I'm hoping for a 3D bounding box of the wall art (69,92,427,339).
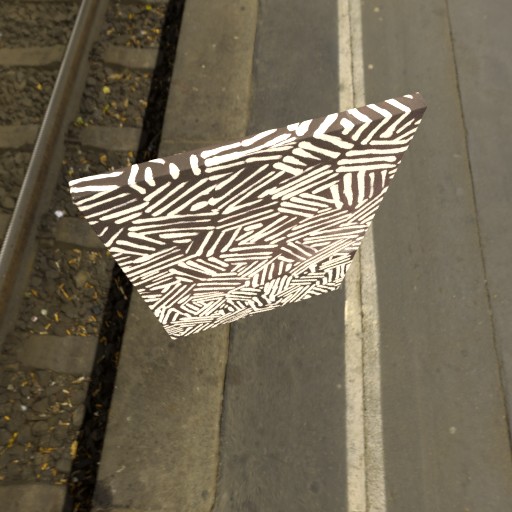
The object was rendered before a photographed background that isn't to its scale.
[{"bbox_3d":[0.000,0.000,1.151,0.615,0.918,0.035,-16,67,-7],"label":"wall art"}]
